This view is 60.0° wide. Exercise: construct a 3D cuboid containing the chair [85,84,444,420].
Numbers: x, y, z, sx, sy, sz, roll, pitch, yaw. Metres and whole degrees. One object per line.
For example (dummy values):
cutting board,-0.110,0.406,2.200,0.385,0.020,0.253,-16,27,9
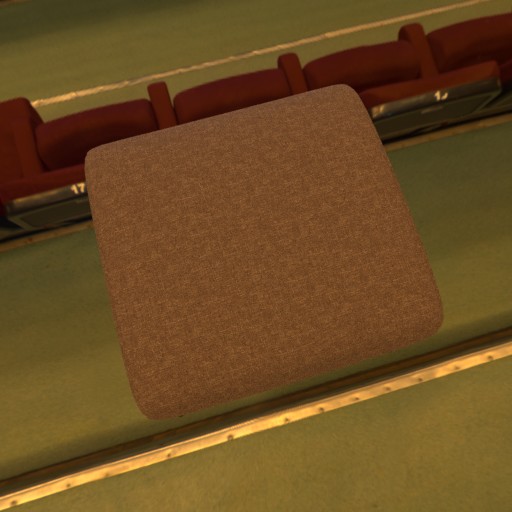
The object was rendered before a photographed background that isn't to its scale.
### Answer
chair,0.000,0.000,0.900,0.530,0.410,0.530,-16,76,-4
